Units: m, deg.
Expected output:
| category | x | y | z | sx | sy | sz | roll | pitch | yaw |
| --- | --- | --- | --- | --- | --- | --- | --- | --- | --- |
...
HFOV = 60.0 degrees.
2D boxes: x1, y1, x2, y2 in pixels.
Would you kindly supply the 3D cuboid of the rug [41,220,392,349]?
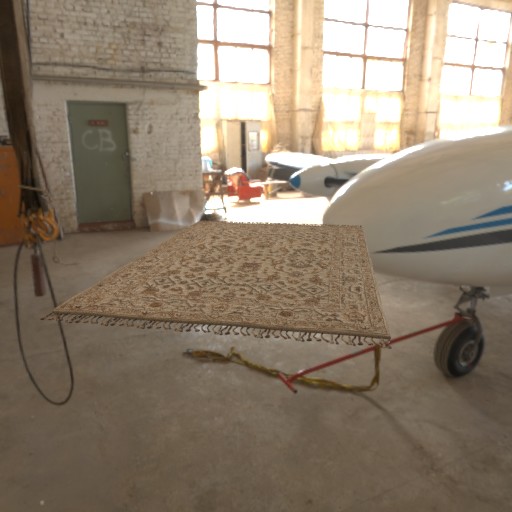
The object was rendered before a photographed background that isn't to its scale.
| category | x | y | z | sx | sy | sz | roll | pitch | yaw |
| --- | --- | --- | --- | --- | --- | --- | --- | --- | --- |
| rug | 0.000 | 0.000 | 2.987 | 1.529 | 0.027 | 2.434 | 3 | 15 | 10 |
